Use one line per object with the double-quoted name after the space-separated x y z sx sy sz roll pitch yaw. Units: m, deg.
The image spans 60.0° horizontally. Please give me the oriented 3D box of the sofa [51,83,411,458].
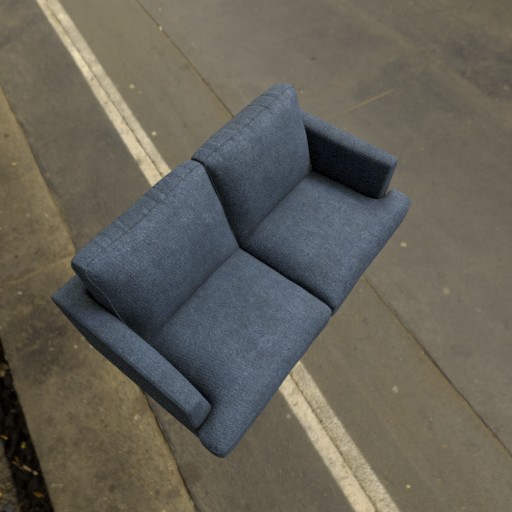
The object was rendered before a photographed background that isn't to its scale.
0.000 0.000 2.137 0.903 0.944 1.582 33 64 19 "sofa"
